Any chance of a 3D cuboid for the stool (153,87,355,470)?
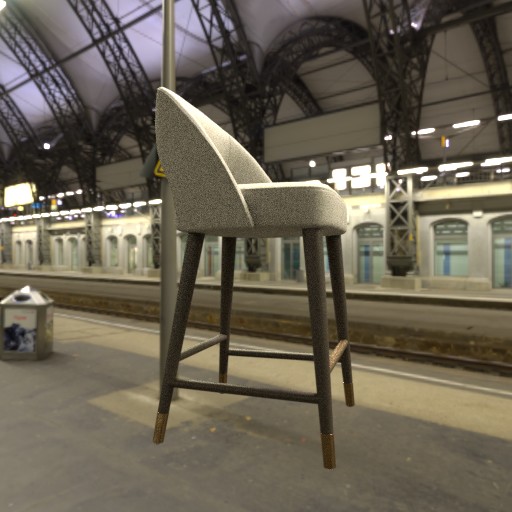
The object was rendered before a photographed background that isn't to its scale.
[{"bbox_3d":[0.000,0.000,1.259,0.509,0.940,0.494,0,0,18],"label":"stool"}]
